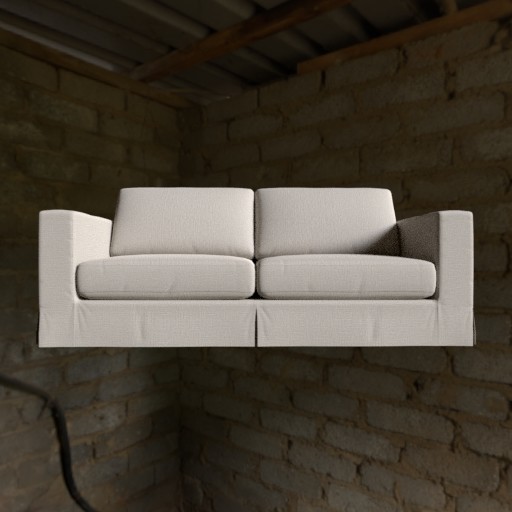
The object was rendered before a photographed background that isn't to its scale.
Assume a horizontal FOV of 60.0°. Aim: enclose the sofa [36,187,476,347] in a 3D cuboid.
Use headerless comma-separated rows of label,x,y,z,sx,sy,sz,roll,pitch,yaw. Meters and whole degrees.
sofa,0.000,0.000,2.624,2.163,0.881,0.954,0,0,-1
